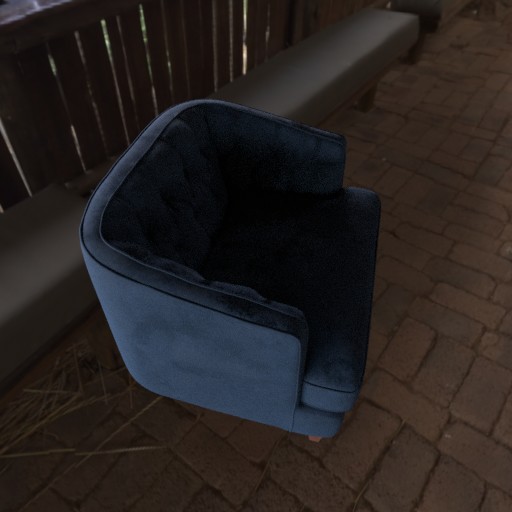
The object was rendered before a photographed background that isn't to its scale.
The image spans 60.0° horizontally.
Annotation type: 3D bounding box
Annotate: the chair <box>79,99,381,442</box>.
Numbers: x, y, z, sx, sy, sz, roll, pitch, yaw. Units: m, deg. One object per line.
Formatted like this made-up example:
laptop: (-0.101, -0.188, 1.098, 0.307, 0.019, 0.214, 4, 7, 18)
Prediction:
chair: (0.000, 0.000, 1.765, 0.940, 0.852, 1.094, 11, 46, 10)
